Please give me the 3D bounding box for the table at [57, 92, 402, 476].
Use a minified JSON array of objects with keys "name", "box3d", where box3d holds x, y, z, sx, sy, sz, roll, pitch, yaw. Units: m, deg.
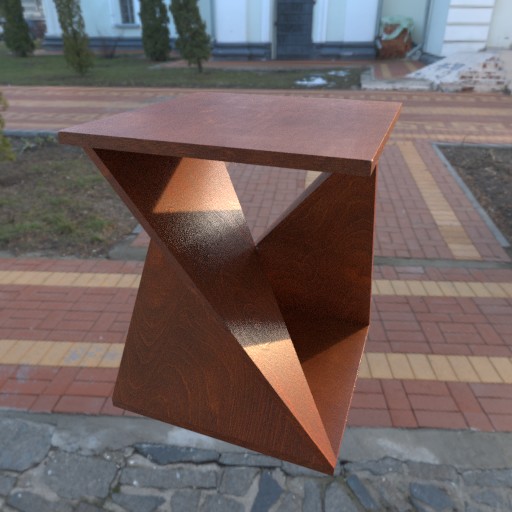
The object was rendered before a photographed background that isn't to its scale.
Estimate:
[{"name":"table","box3d":[0.000,0.000,0.842,0.427,0.520,0.427,10,29,18]}]
